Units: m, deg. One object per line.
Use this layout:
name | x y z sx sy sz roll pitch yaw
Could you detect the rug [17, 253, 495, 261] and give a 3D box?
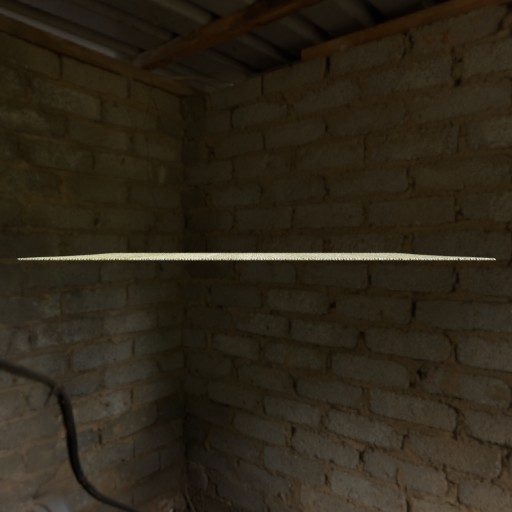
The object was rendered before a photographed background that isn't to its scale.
rug | 0.000 0.000 2.182 1.758 0.010 1.143 0 1 0
